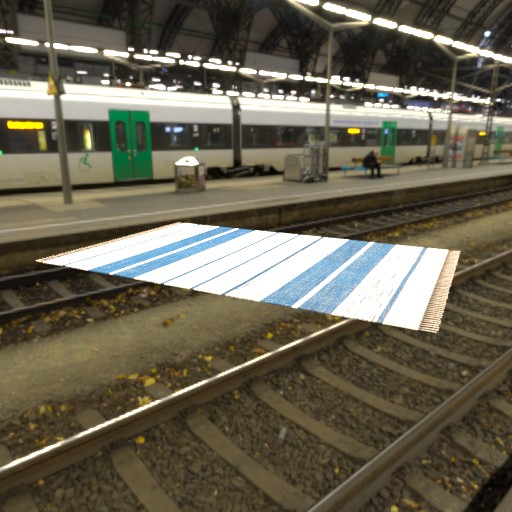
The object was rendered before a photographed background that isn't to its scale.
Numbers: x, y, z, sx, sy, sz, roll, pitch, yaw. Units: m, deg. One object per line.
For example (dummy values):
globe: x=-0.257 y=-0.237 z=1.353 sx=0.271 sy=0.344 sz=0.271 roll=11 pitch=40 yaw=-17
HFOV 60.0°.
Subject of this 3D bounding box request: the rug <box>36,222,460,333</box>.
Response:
rug: x=0.000 y=0.000 z=2.991 sx=2.441 sy=0.010 sz=1.532 roll=7 pitch=16 yaw=26
